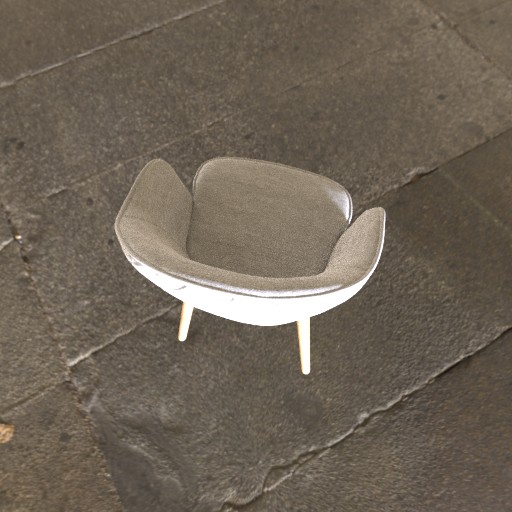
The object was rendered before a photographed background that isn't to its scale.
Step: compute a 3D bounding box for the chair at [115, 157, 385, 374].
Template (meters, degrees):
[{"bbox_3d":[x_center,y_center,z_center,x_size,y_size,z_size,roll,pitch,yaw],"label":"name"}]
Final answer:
[{"bbox_3d":[0.000,0.000,1.151,0.540,0.800,0.530,13,65,6],"label":"chair"}]
